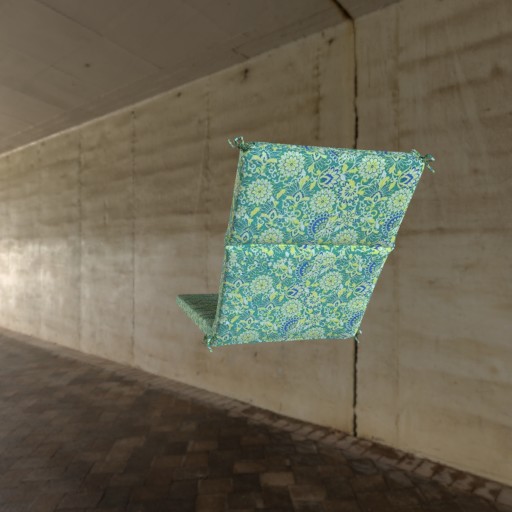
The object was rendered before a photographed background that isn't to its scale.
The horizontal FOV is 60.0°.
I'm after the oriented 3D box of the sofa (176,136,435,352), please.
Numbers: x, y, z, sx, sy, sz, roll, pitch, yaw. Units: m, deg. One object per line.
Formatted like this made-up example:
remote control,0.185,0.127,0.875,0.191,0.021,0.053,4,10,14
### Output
sofa,0.000,0.000,1.922,0.582,0.622,1.663,0,1,-16
